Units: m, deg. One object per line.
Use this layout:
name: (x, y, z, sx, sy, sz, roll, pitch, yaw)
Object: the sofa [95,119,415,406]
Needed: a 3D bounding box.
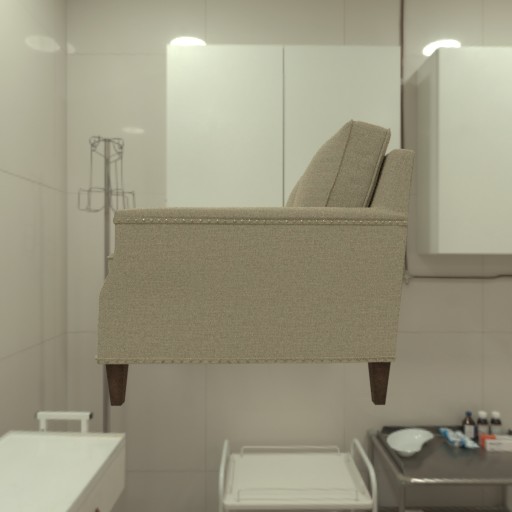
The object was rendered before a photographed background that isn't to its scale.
sofa: (0.000, 0.000, 2.229, 1.084, 1.003, 1.597, 0, 0, -1)
